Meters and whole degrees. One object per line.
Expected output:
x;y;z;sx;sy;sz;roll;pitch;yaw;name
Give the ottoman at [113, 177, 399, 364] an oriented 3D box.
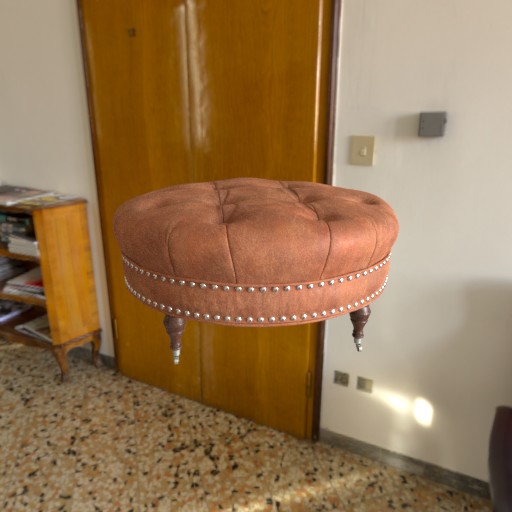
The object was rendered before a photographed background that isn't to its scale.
0.000;0.000;1.472;0.901;0.444;0.901;0;17;0;ottoman
